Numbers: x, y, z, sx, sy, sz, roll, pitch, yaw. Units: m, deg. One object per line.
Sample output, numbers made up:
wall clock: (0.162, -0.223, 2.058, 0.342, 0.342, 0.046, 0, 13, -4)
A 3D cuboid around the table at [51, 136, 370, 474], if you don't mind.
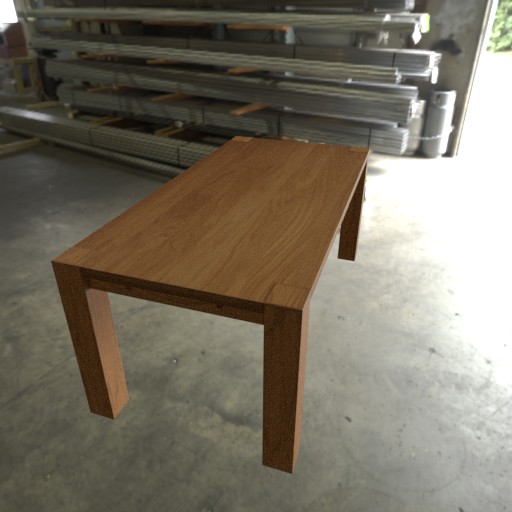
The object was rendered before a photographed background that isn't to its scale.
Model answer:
table: (0.000, 0.000, 2.347, 0.900, 0.760, 1.800, 9, 31, 16)
